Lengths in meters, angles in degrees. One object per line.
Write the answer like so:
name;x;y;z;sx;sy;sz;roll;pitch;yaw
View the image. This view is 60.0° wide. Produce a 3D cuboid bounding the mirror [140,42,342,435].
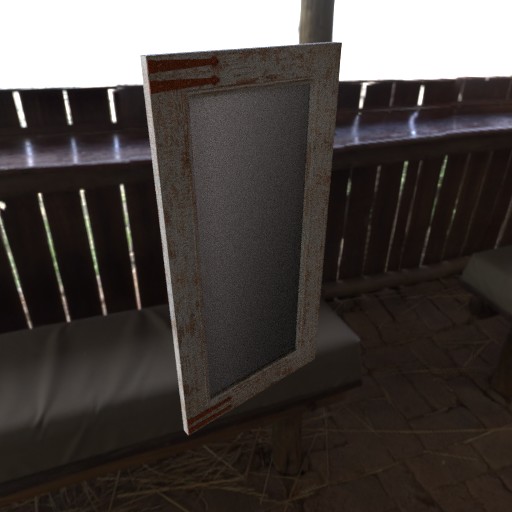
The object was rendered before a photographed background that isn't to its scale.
mirror;0.000;0.000;1.081;0.472;0.922;0.027;-21;36;-33
